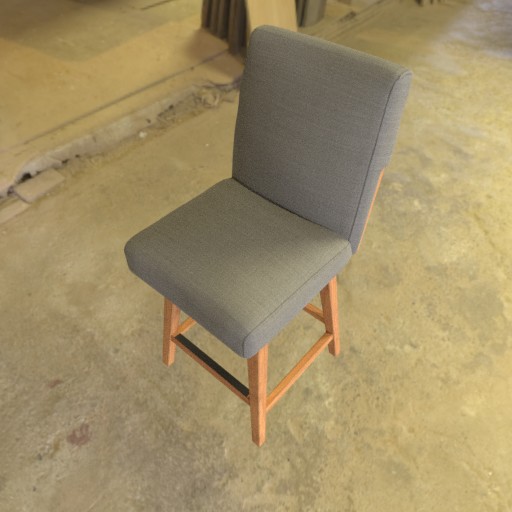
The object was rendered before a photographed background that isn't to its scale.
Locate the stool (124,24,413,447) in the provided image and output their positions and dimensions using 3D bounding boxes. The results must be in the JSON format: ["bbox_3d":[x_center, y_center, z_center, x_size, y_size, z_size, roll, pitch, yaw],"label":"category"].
[{"bbox_3d":[0.000,0.000,1.248,0.459,1.019,0.570,32,54,27],"label":"stool"}]
